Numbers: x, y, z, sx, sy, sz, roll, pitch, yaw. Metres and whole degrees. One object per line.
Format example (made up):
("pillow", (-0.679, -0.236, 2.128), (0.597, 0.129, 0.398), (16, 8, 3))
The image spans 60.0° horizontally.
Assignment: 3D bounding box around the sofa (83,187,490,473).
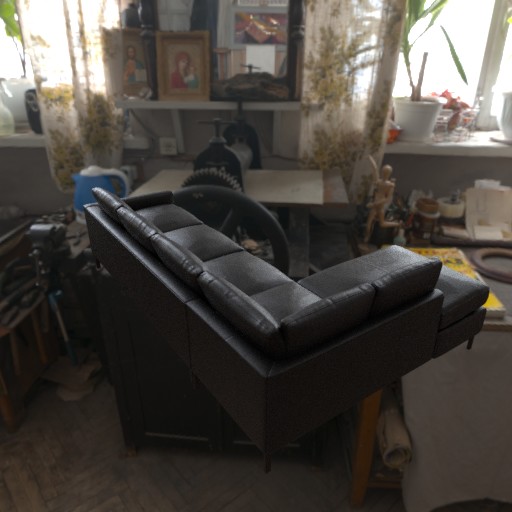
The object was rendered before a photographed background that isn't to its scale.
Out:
("sofa", (0.000, 0.000, 3.694), (1.938, 0.877, 2.984), (-17, 31, -31))
